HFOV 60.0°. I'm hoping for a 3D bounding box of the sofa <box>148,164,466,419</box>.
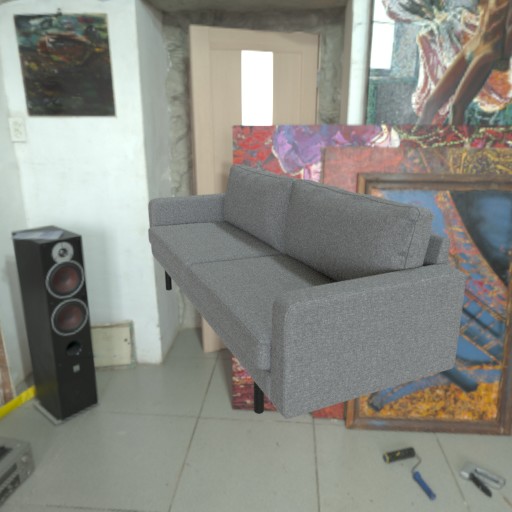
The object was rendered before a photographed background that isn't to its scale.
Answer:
[{"bbox_3d":[0.000,0.000,2.614,0.880,0.880,2.200,-8,19,-24],"label":"sofa"}]
